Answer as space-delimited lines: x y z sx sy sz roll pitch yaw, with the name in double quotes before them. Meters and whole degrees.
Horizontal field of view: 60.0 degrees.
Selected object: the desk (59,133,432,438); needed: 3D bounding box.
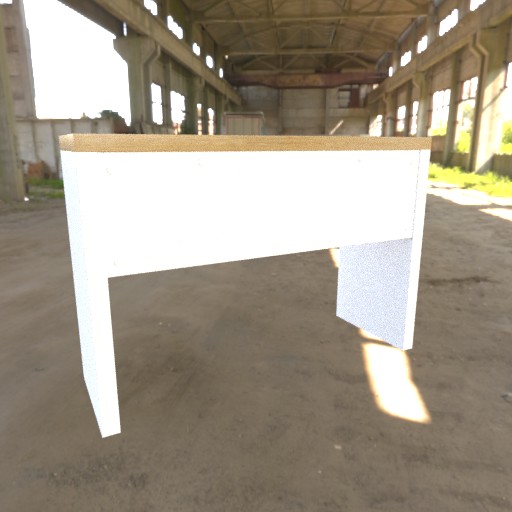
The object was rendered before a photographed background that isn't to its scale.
"desk" 0.000 0.000 1.464 1.100 0.760 0.390 -7 16 -27
